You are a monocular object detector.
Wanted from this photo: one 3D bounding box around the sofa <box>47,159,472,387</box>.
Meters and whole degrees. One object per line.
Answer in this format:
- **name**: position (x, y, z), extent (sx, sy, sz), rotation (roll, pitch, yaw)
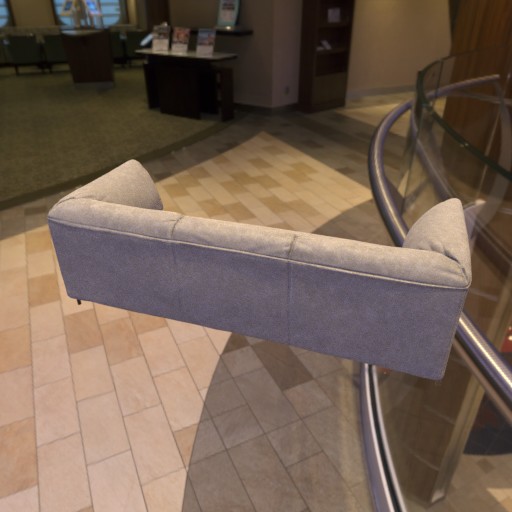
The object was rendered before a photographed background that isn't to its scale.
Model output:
- **sofa**: position (0.000, 0.000, 2.670), extent (2.238, 0.758, 0.899), rotation (10, 32, 16)
